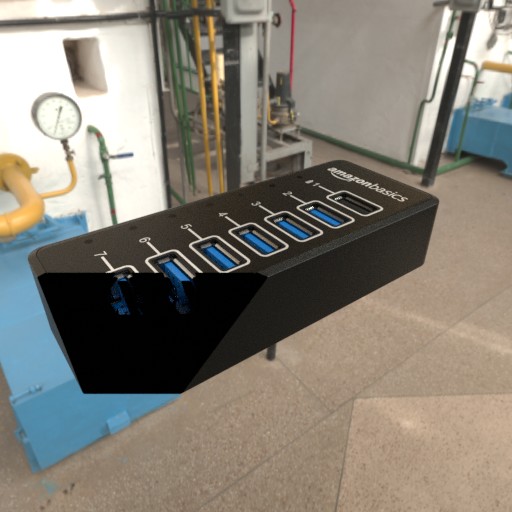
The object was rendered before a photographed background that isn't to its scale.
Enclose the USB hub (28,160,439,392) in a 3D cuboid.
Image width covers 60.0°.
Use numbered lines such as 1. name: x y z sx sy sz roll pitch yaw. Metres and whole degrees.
1. USB hub: 0.000 0.000 0.127 0.110 0.023 0.044 -22 39 -30
